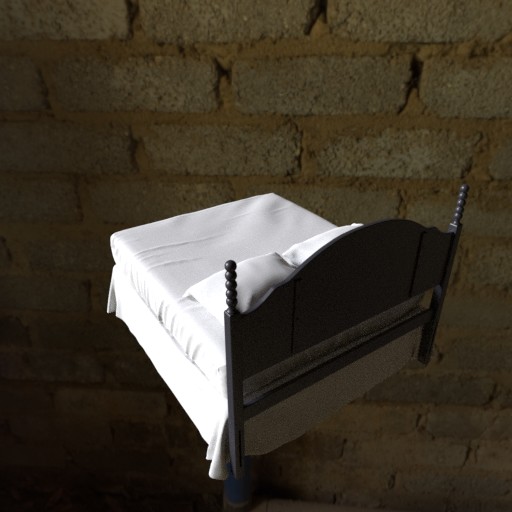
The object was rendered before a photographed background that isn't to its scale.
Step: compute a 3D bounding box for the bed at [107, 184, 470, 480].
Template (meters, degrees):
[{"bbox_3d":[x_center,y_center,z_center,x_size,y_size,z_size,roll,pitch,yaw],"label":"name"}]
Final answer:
[{"bbox_3d":[0.000,0.000,3.221,1.873,1.356,2.040,-18,34,-29],"label":"bed"}]
